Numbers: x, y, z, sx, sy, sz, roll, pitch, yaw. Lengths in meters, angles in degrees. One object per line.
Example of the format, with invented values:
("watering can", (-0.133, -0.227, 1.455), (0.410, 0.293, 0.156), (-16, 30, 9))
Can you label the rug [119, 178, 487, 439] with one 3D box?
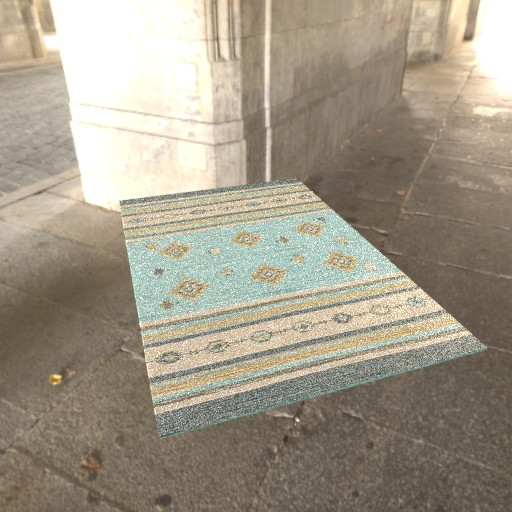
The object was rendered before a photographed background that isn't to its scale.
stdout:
("rug", (0.000, 0.000, 2.220), (1.212, 0.010, 1.811), (-10, 33, -16))
